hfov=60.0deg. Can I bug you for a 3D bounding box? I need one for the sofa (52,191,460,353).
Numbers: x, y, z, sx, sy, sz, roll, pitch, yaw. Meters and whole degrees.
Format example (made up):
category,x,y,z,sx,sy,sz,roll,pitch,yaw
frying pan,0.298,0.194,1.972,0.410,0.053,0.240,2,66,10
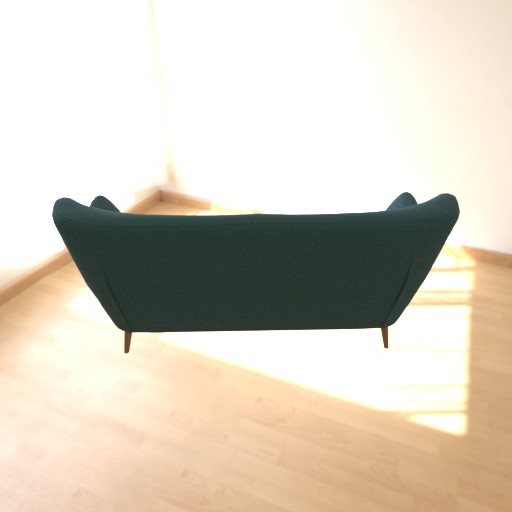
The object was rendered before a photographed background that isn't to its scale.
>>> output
category,x,y,z,sx,sy,sz,roll,pitch,yaw
sofa,0.000,0.000,2.415,1.930,0.890,0.889,-1,31,-1
